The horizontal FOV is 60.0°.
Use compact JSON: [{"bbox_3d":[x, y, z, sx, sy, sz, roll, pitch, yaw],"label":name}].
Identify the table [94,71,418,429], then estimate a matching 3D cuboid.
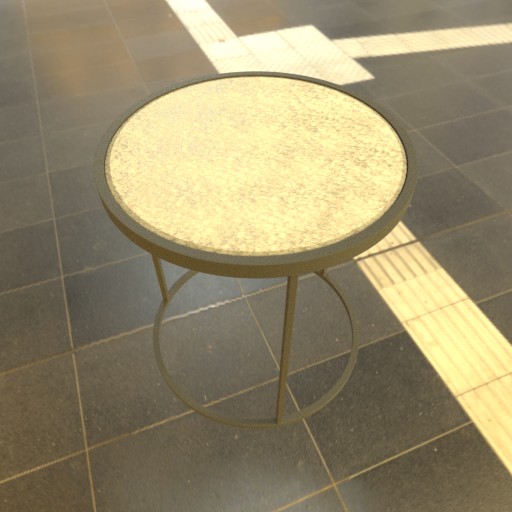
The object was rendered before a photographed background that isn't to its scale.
[{"bbox_3d":[0.000,0.000,0.845,0.470,0.498,0.470,0,48,0],"label":"table"}]
